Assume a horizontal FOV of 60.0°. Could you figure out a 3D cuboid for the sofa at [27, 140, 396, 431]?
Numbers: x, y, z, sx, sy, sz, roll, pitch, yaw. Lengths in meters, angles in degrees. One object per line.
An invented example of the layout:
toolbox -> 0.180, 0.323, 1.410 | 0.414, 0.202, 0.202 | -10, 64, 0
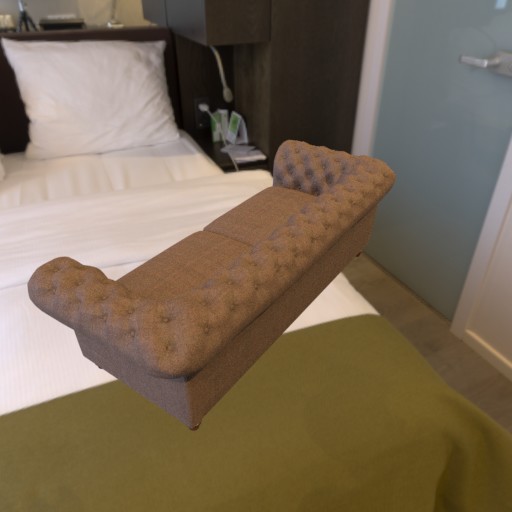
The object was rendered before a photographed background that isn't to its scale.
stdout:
sofa -> 0.000, 0.000, 2.775 | 0.944, 0.787, 2.385 | 21, 38, 29
